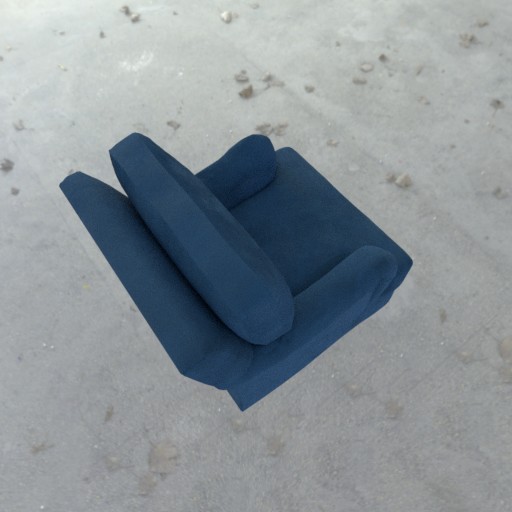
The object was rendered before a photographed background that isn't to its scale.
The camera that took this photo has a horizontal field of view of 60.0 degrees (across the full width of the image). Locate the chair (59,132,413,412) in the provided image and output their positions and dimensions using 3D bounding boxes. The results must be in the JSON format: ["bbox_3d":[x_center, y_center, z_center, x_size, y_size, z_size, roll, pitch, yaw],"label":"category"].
[{"bbox_3d":[0.000,0.000,1.875,1.078,1.076,0.895,-32,63,-18],"label":"chair"}]
